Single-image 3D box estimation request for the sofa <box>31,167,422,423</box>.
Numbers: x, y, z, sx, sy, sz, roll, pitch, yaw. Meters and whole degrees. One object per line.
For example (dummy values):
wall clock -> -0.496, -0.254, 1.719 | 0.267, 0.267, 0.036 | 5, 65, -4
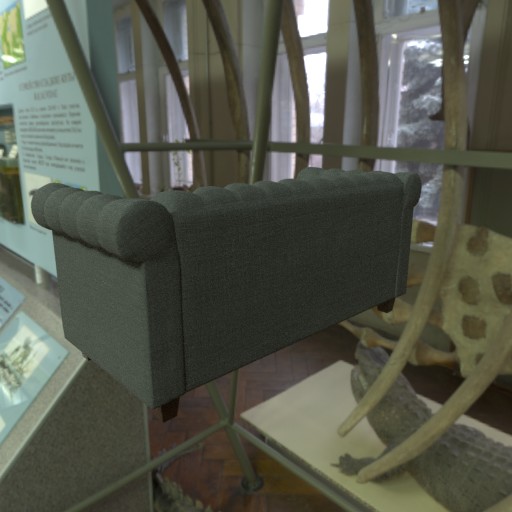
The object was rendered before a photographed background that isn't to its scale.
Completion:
sofa -> 0.000, 0.000, 2.184 | 1.798, 0.797, 0.783 | -13, 20, -42
